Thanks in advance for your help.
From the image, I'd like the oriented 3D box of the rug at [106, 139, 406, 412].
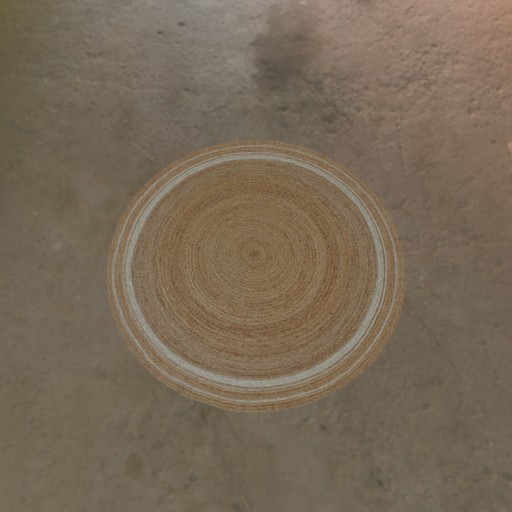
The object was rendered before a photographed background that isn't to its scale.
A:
[{"bbox_3d":[0.000,0.000,3.656,2.444,0.015,2.444,0,64,0],"label":"rug"}]
